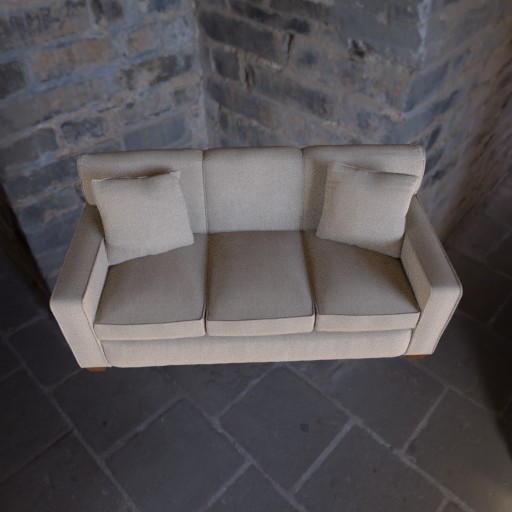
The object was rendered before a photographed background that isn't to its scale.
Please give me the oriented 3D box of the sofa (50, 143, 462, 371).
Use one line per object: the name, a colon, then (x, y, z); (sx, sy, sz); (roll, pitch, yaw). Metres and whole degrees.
sofa: (0.000, 0.000, 2.567); (2.024, 0.958, 0.997); (-2, 44, -2)
